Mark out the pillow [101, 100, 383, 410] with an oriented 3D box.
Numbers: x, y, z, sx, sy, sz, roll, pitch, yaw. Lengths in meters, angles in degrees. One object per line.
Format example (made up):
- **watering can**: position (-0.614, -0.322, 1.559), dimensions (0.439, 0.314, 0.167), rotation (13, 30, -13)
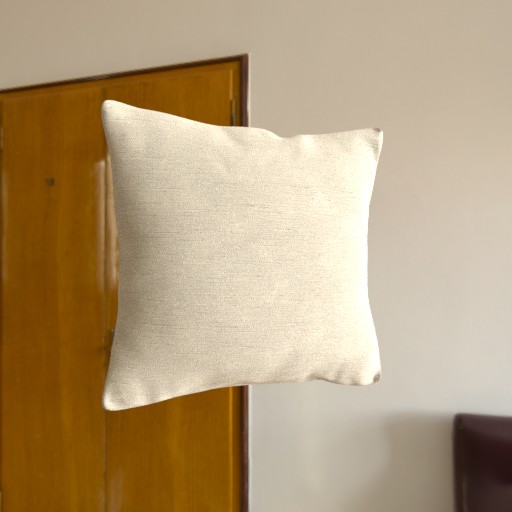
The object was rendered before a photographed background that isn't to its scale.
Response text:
- **pillow**: position (0.000, 0.000, 0.661), dimensions (0.437, 0.420, 0.162), rotation (0, -1, -18)
